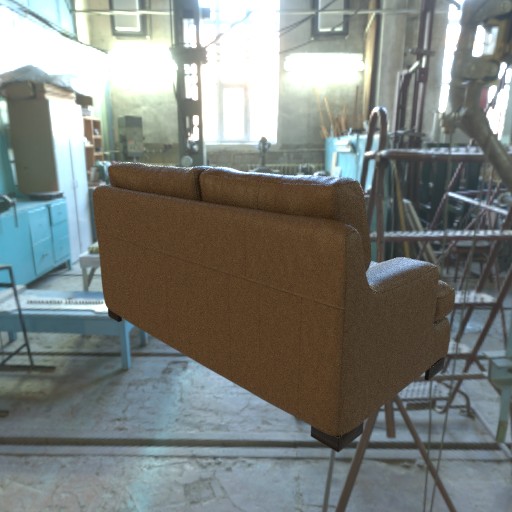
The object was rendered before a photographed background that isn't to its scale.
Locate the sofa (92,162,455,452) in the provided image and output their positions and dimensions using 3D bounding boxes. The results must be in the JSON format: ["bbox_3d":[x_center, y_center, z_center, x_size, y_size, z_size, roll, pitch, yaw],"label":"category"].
[{"bbox_3d":[0.000,0.000,2.404,0.962,0.980,1.855,-14,20,-42],"label":"sofa"}]
